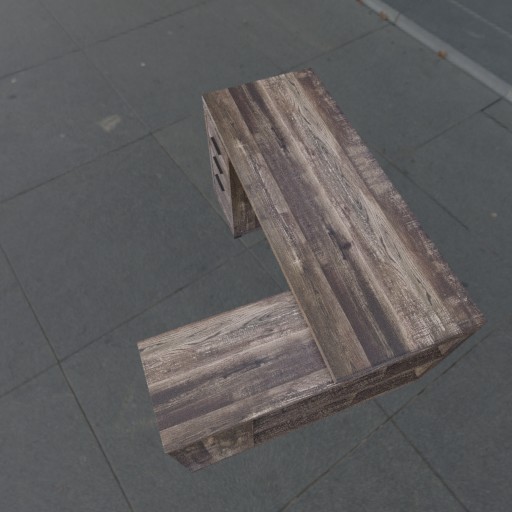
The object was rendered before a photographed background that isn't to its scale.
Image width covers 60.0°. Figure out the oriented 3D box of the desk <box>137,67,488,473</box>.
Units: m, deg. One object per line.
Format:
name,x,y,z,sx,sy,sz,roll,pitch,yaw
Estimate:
desk,0.000,0.000,2.166,1.200,0.753,1.524,-18,61,-10
